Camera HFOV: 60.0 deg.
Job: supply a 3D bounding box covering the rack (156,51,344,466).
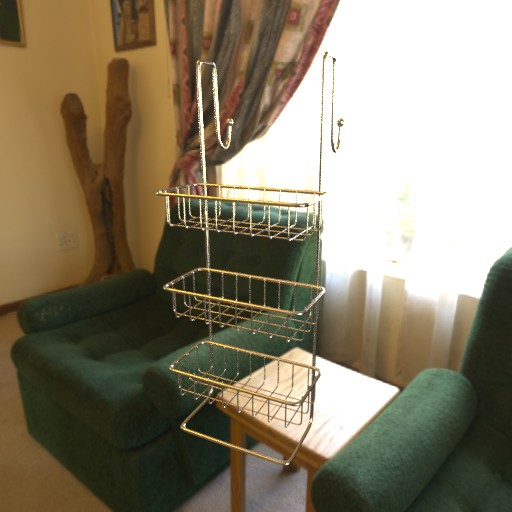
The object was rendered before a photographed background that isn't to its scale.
[{"bbox_3d":[0.000,0.000,0.687,0.228,0.574,0.202,8,19,25],"label":"rack"}]
